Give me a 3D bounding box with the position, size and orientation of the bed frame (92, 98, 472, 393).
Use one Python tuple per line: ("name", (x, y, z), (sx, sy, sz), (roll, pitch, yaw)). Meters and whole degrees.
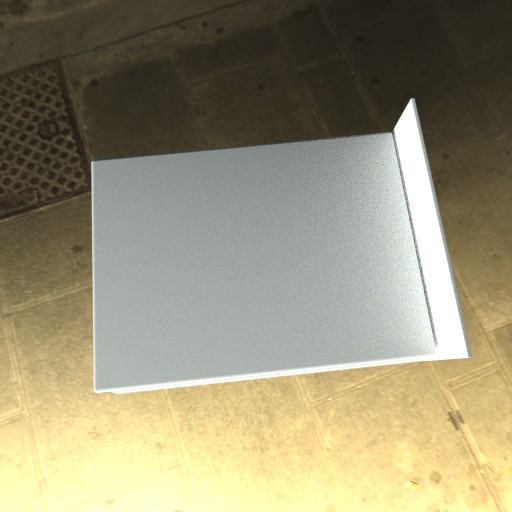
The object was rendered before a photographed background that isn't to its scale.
("bed frame", (0.000, 0.000, 2.626), (1.900, 0.800, 1.400), (-6, 75, -2))
